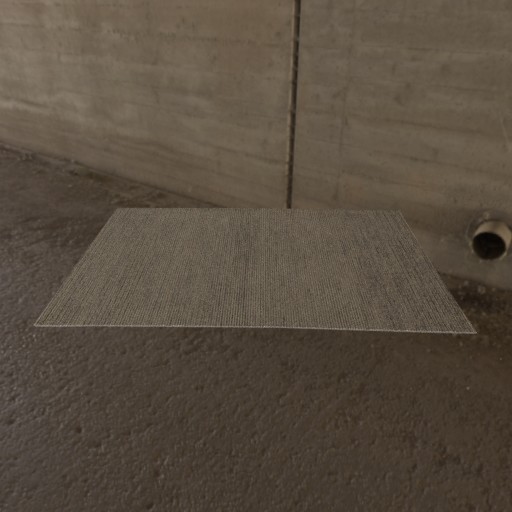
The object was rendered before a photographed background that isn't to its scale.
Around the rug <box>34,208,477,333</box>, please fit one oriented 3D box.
[{"bbox_3d":[0.000,0.000,2.259,1.773,0.021,1.149,1,30,1],"label":"rug"}]
